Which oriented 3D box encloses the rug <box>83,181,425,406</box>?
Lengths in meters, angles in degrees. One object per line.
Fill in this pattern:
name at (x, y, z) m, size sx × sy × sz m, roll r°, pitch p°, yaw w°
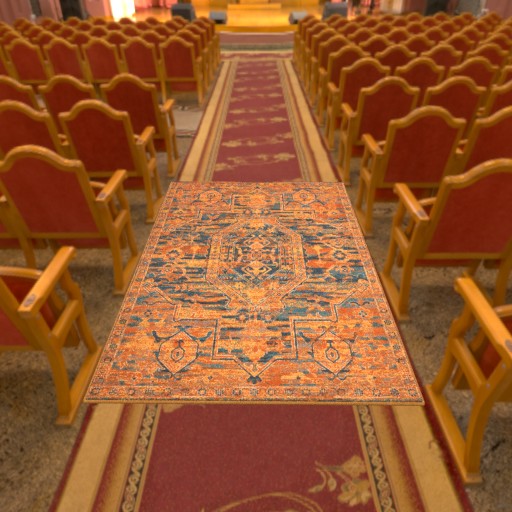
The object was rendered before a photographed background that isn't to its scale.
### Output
rug at (0.000, 0.000, 1.078) m, size 0.557 × 0.008 × 0.863 m, roll 0°, pitch 34°, yaw 0°
